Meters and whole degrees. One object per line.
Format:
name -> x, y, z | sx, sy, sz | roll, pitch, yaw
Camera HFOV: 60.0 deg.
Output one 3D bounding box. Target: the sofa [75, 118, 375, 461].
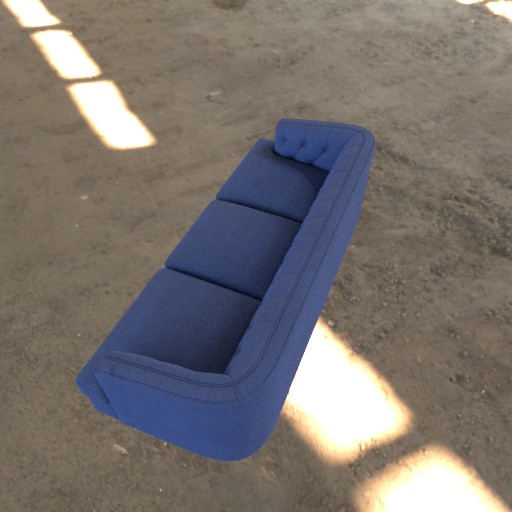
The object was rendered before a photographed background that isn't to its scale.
sofa -> 0.000, 0.000, 2.677 | 0.914, 0.787, 2.235 | 18, 50, 16
